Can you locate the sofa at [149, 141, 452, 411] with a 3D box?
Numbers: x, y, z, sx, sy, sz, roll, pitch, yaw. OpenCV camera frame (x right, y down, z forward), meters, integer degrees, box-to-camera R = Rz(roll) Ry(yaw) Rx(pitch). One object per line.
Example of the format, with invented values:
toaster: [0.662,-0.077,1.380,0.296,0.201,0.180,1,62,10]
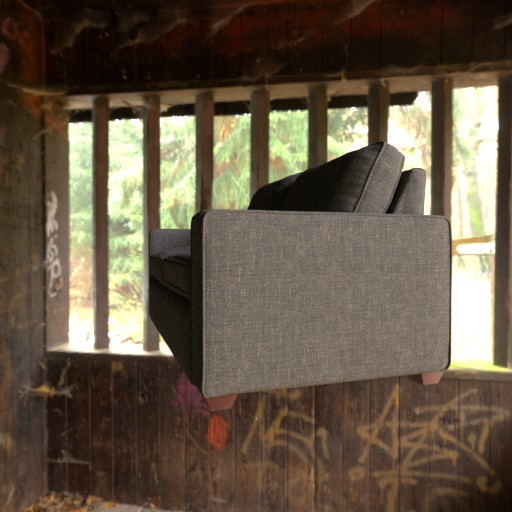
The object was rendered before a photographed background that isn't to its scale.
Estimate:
sofa: [0.000,0.000,2.241,0.947,0.918,1.709,0,1,-19]
